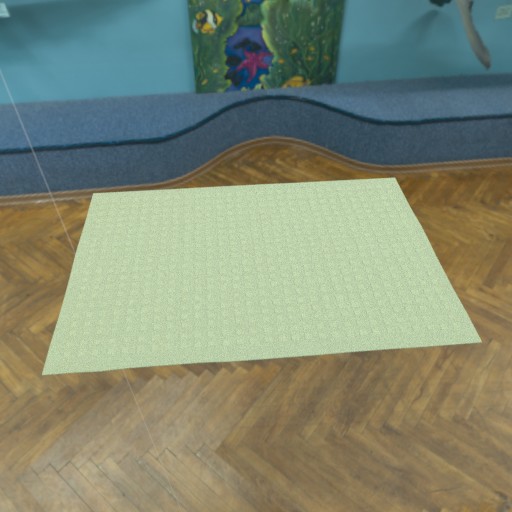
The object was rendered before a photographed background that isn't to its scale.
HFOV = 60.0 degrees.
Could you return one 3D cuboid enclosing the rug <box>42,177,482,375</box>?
[{"bbox_3d":[0.000,0.000,2.150,1.747,0.006,1.143,-4,46,-3],"label":"rug"}]
